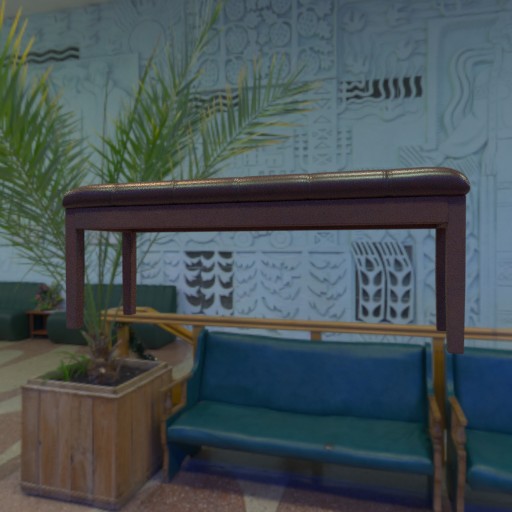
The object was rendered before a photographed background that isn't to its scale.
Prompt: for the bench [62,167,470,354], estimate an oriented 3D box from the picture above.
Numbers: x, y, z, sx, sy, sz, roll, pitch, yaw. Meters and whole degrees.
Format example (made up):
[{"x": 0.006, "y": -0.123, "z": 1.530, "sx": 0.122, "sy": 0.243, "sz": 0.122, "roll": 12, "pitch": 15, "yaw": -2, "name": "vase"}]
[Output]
[{"x": 0.000, "y": 0.000, "z": 1.484, "sx": 1.259, "sy": 0.491, "sz": 0.401, "roll": 0, "pitch": 1, "yaw": 17, "name": "bench"}]
